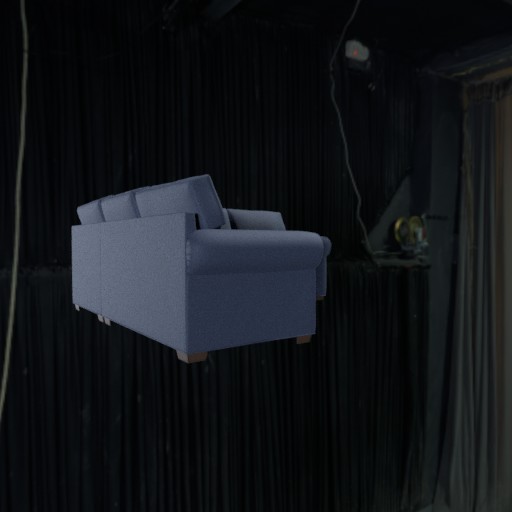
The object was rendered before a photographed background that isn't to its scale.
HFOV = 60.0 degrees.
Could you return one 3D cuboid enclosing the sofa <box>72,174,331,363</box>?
[{"bbox_3d":[0.000,0.000,3.981,2.562,1.042,2.487,-1,2,-36],"label":"sofa"}]
